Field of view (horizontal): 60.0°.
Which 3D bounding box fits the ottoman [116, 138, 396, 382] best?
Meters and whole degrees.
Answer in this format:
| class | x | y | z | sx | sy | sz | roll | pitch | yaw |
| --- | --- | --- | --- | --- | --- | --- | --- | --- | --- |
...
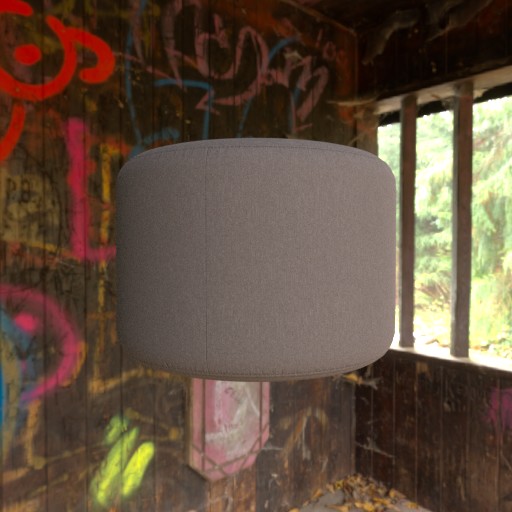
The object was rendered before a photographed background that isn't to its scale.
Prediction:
| class | x | y | z | sx | sy | sz | roll | pitch | yaw |
| --- | --- | --- | --- | --- | --- | --- | --- | --- | --- |
| ottoman | 0.000 | 0.000 | 1.009 | 0.608 | 0.433 | 0.608 | 0 | 1 | 0 |
